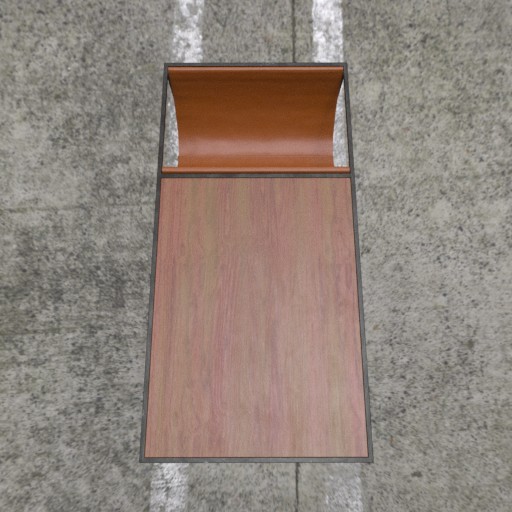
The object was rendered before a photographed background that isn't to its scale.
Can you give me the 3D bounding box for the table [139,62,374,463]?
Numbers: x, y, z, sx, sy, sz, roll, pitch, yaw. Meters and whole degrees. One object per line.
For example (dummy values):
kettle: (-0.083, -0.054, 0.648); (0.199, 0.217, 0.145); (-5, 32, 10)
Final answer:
table: (0.000, 0.000, 1.476); (0.597, 0.403, 1.199); (0, 75, 0)
